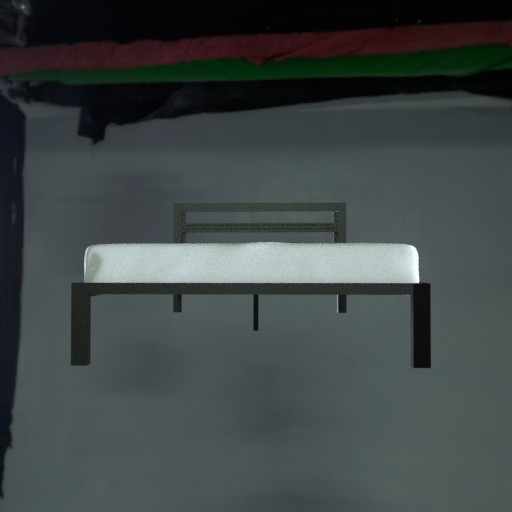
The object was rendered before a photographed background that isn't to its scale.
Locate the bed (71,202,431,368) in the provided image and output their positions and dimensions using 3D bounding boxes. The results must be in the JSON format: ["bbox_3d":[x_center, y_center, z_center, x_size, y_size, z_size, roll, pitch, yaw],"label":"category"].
[{"bbox_3d":[0.000,0.000,2.912,1.524,0.967,2.062,0,-1,2],"label":"bed"}]
